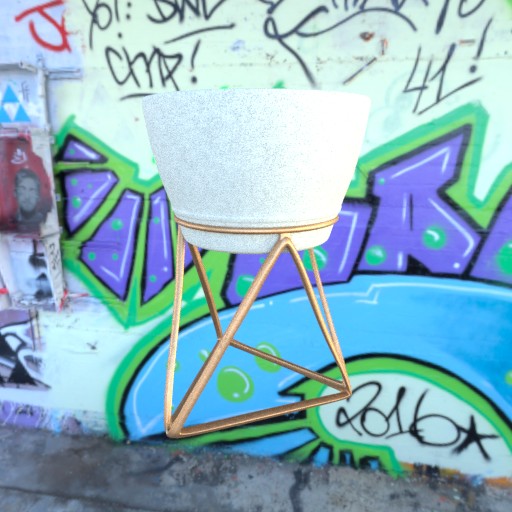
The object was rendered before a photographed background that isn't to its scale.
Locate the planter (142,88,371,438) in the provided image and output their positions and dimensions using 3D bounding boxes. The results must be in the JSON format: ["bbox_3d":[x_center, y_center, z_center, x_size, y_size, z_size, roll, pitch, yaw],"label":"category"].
[{"bbox_3d":[0.000,0.000,0.760,0.350,0.504,0.350,2,15,9],"label":"planter"}]
